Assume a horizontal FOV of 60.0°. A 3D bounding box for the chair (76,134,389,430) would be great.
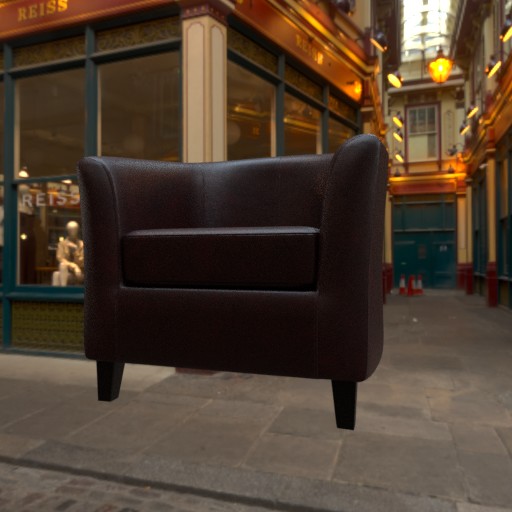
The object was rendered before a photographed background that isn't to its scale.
[{"bbox_3d":[0.000,0.000,1.373,0.792,0.756,0.727,0,0,18],"label":"chair"}]
